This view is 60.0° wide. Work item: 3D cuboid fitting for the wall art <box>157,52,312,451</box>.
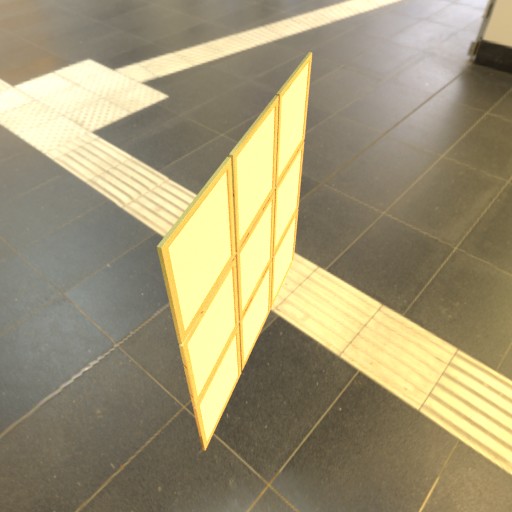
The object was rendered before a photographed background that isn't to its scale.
[{"bbox_3d":[0.000,0.000,1.847,0.013,1.219,1.214,16,48,15],"label":"wall art"}]
